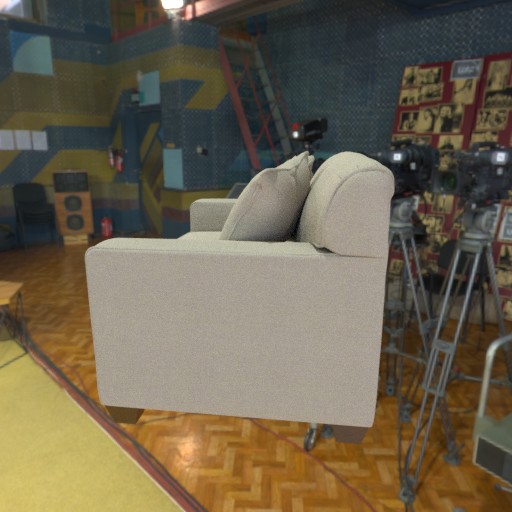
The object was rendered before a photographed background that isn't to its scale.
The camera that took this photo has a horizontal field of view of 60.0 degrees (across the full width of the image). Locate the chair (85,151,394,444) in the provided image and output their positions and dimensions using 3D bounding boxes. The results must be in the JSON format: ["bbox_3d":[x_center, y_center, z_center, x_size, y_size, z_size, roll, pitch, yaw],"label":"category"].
[{"bbox_3d":[0.000,0.000,2.049,1.000,0.948,1.383,2,14,8],"label":"chair"}]
